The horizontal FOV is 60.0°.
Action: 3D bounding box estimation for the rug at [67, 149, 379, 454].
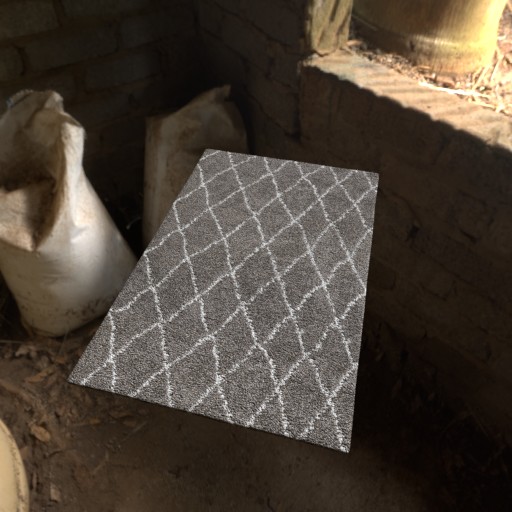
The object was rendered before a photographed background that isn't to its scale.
[{"bbox_3d":[0.000,0.000,3.564,1.778,0.030,2.743,10,47,10],"label":"rug"}]
